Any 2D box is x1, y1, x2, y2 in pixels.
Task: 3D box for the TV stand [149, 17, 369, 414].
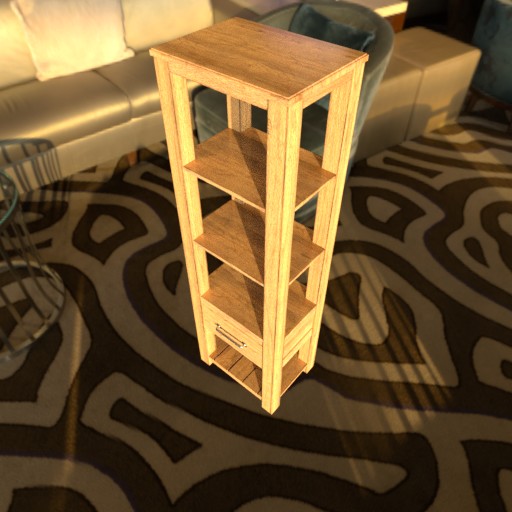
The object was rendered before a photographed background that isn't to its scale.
[{"bbox_3d":[0.000,0.000,2.048,0.565,1.828,0.435,31,52,27],"label":"TV stand"}]
